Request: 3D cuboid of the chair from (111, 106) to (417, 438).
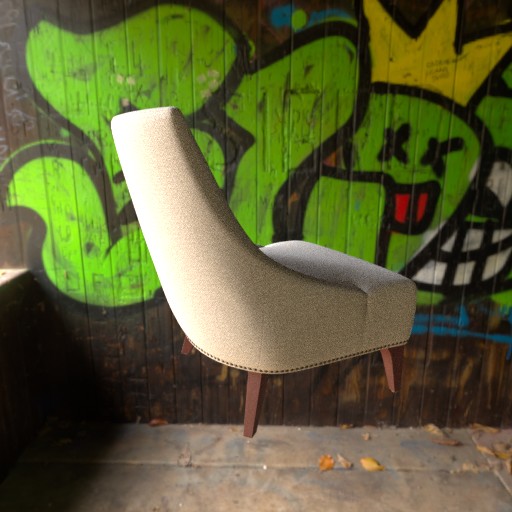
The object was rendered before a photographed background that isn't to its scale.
[{"bbox_3d":[0.000,0.000,1.504,0.861,0.909,0.701,-7,16,-26],"label":"chair"}]
